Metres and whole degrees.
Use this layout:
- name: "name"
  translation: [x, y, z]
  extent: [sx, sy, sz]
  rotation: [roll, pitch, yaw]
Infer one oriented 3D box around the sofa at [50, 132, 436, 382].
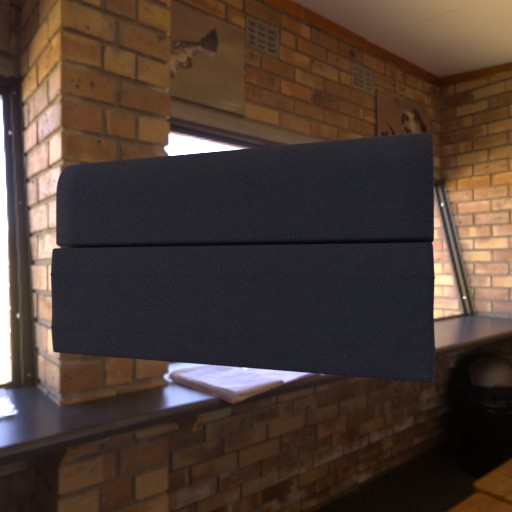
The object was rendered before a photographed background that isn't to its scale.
- name: "sofa"
  translation: [0.000, 0.000, 1.656]
  extent: [1.219, 0.660, 0.762]
  rotation: [0, -1, 19]
